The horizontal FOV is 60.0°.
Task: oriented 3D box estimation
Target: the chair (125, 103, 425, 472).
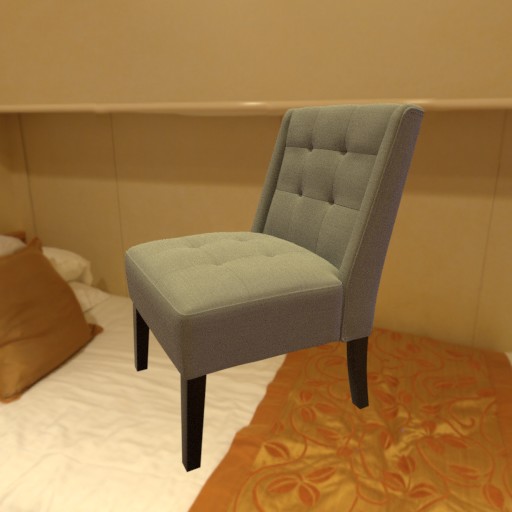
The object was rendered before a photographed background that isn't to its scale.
[{"bbox_3d":[0.000,0.000,1.307,0.676,0.853,0.569,-9,19,-26],"label":"chair"}]
